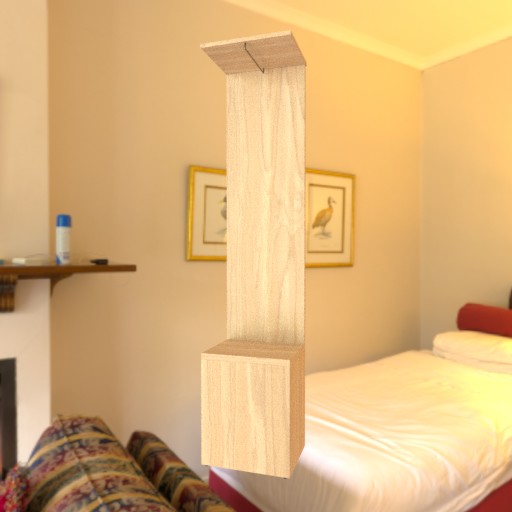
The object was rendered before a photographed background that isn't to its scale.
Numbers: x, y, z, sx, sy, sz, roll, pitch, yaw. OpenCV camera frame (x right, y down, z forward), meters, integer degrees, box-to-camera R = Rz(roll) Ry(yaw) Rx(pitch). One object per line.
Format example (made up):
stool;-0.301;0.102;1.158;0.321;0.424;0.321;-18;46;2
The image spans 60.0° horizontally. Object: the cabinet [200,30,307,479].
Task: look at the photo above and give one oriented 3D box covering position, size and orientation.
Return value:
cabinet;0.000;0.000;2.073;0.411;1.879;0.338;0;1;18
